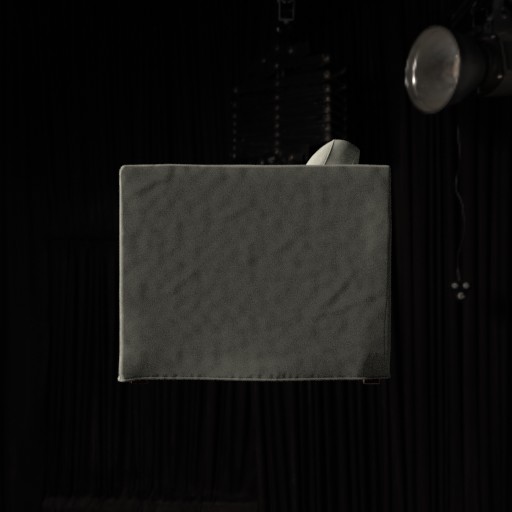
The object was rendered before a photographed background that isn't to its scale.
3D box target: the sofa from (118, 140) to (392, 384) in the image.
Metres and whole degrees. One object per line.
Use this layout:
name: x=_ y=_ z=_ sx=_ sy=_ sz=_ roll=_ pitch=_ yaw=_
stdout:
sofa: x=0.000 y=0.000 z=2.450 sx=0.940 sy=0.870 sz=1.987 roll=0 pitch=0 yaw=0
